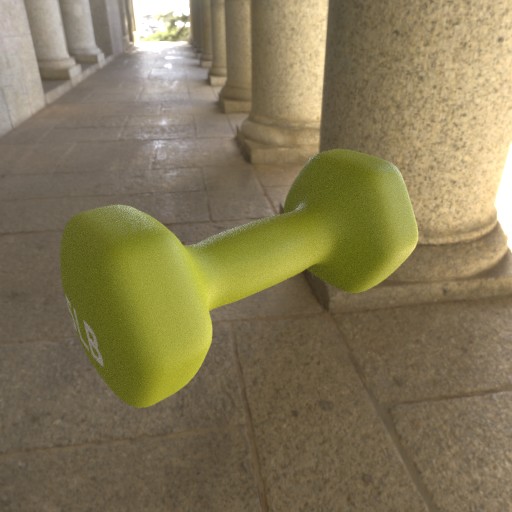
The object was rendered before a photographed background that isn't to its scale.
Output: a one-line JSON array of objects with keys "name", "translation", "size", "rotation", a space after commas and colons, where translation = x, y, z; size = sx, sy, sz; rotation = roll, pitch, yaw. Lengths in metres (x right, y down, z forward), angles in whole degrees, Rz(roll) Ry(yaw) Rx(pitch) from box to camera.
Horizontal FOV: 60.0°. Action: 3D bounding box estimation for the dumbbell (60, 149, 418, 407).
[{"name": "dumbbell", "translation": [0.000, 0.000, 0.206], "size": [0.164, 0.072, 0.080], "rotation": [-21, 35, -33]}]
